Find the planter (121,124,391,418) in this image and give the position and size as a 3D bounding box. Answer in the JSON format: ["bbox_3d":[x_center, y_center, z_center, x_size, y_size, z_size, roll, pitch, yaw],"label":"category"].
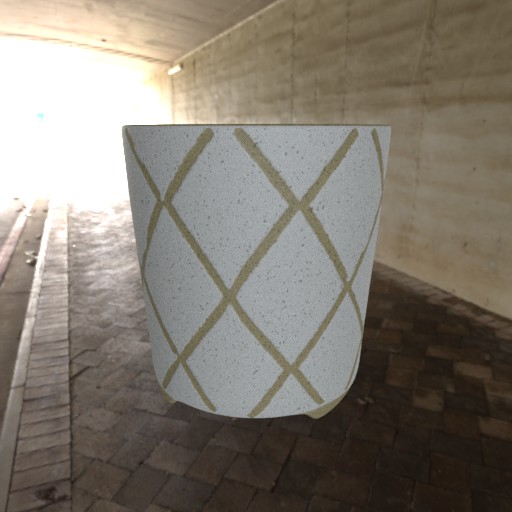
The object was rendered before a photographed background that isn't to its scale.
[{"bbox_3d":[0.000,0.000,0.352,0.191,0.199,0.191,0,16,0],"label":"planter"}]
